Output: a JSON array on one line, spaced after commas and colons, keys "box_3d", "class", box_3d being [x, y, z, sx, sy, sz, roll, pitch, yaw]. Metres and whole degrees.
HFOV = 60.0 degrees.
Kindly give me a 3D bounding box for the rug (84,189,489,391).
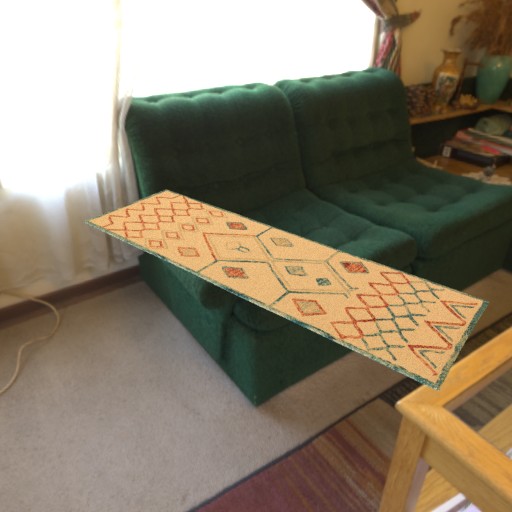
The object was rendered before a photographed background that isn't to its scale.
[{"box_3d": [0.000, 0.000, 2.652, 2.435, 0.011, 0.750, 22, 37, 32], "class": "rug"}]
